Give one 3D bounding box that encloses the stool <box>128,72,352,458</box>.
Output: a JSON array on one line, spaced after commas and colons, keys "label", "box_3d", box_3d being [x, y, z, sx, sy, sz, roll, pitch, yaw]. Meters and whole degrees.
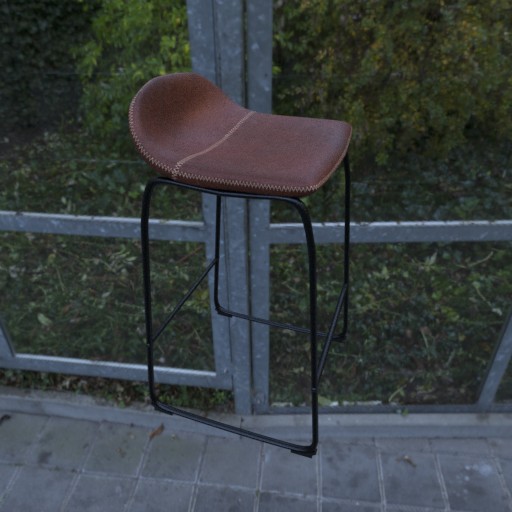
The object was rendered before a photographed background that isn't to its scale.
[{"label": "stool", "box_3d": [0.000, 0.000, 1.125, 0.473, 0.830, 0.454, 11, 34, 16]}]
